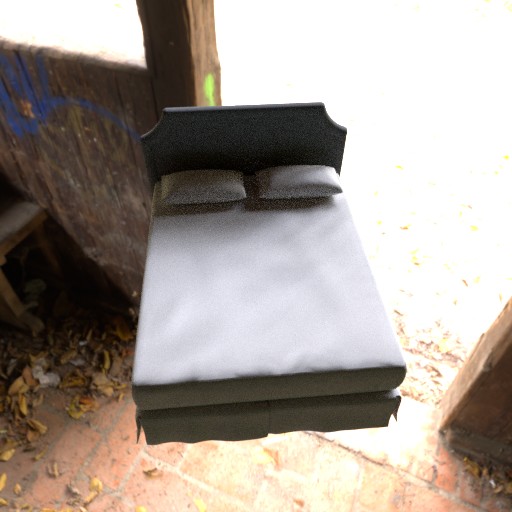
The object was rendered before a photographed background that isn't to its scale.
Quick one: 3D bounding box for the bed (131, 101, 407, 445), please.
[{"bbox_3d":[0.000,0.000,3.349,1.811,1.296,2.259,-4,46,-3],"label":"bed"}]
